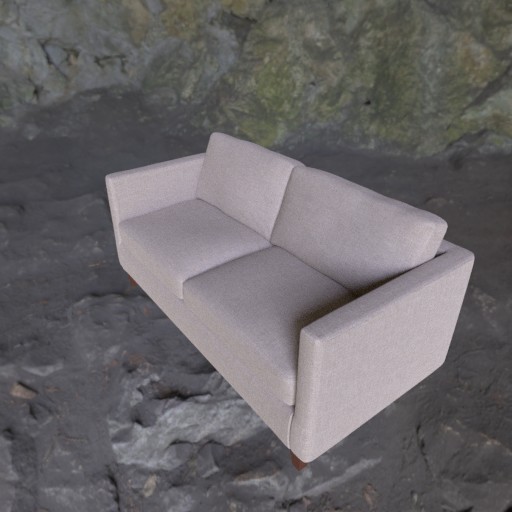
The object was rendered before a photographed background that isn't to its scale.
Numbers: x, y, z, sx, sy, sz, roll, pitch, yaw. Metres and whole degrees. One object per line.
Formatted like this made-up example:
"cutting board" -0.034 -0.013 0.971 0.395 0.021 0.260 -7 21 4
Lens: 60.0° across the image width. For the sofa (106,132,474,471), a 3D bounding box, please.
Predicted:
"sofa" 0.000 0.000 2.403 0.951 0.947 1.884 -21 37 -31
